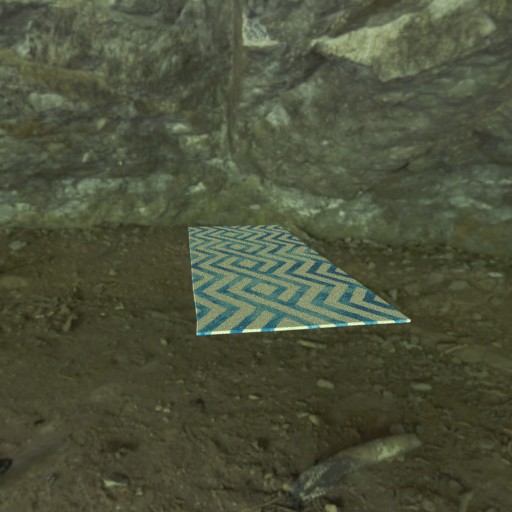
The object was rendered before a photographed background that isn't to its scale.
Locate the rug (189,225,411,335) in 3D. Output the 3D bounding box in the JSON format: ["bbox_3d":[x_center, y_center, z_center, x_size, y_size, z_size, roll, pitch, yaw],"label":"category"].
[{"bbox_3d":[0.000,0.000,1.725,0.503,0.007,1.492,-2,13,-9],"label":"rug"}]
